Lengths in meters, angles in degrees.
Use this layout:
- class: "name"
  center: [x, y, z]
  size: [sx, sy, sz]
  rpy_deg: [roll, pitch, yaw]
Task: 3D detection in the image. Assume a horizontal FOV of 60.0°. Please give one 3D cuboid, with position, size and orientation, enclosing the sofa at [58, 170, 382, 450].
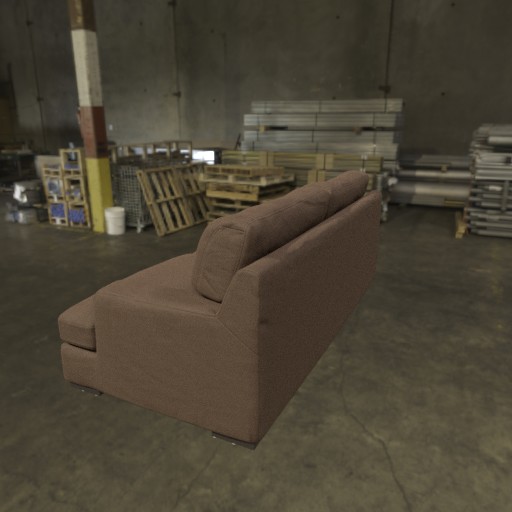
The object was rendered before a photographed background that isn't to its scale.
- class: "sofa"
  center: [0.000, 0.000, 2.858]
  size: [1.140, 0.950, 2.274]
  rpy_deg: [8, 18, 25]
